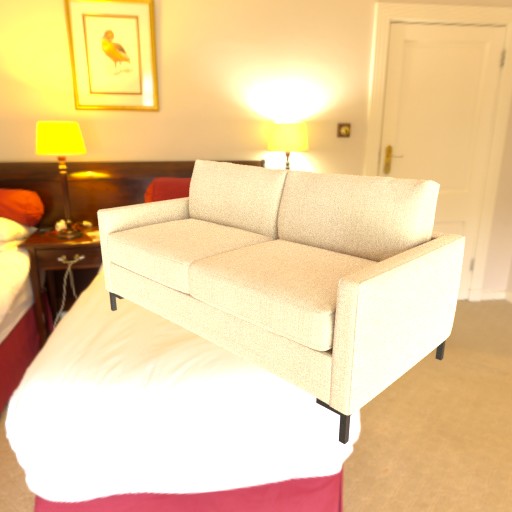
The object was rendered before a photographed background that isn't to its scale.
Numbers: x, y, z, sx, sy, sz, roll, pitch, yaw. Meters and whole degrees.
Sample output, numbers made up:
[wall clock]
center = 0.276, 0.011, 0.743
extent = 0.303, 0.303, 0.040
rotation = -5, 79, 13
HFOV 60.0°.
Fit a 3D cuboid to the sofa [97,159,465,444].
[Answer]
[sofa]
center = 0.000, 0.000, 2.137
extent = 1.651, 0.812, 0.839
rotation = 16, 23, 42
